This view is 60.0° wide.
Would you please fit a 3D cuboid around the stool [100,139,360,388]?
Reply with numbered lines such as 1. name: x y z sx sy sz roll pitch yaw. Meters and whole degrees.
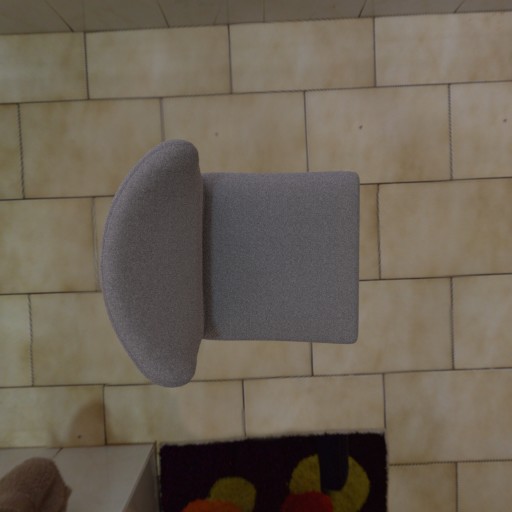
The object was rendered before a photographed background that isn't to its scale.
1. stool: 0.000 0.000 1.281 0.568 0.968 0.481 0 92 0
